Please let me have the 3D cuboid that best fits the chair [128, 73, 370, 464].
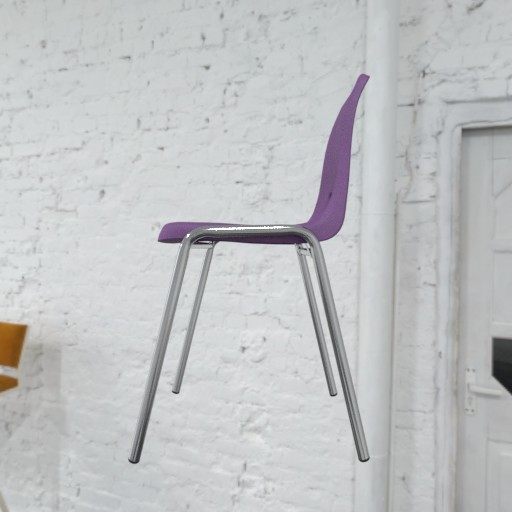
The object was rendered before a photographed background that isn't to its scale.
[{"bbox_3d":[0.000,0.000,0.932,0.432,0.704,0.381,0,1,1],"label":"chair"}]
